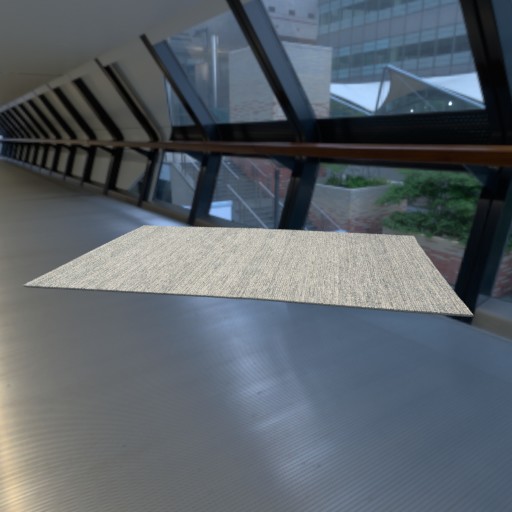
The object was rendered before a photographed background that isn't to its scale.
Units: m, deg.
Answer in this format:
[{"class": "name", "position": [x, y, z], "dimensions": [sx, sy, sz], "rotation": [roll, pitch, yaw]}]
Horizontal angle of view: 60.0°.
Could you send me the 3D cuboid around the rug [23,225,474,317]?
[{"class": "rug", "position": [0.000, 0.000, 3.013], "dimensions": [2.338, 0.030, 1.616], "rotation": [3, 16, 10]}]
